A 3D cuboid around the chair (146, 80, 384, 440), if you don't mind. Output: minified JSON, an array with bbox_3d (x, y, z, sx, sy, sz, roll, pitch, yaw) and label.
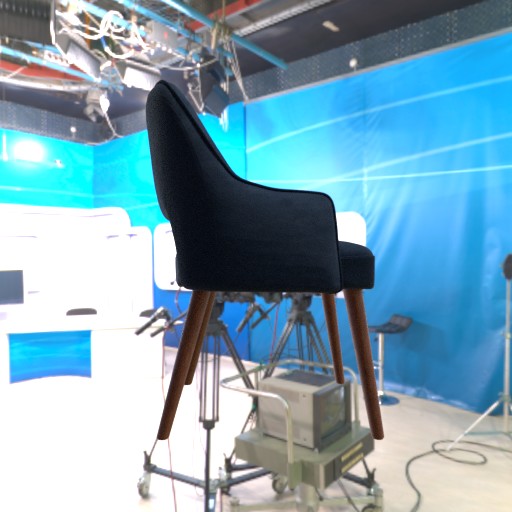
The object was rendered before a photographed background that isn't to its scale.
[{"bbox_3d":[0.000,0.000,1.238,0.591,0.844,0.559,0,1,-1],"label":"chair"}]
